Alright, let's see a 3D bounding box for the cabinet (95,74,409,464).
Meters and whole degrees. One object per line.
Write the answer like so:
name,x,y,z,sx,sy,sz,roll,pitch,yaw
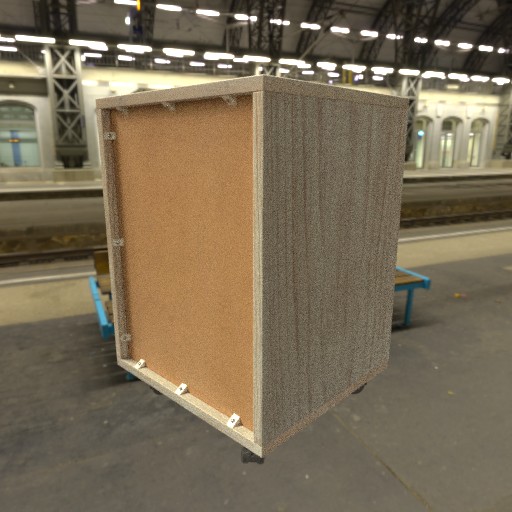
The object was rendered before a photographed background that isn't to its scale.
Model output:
cabinet,0.000,0.000,0.863,0.409,0.579,0.401,13,19,42
